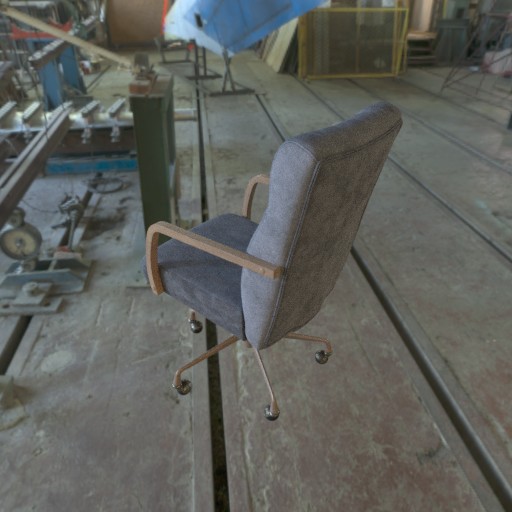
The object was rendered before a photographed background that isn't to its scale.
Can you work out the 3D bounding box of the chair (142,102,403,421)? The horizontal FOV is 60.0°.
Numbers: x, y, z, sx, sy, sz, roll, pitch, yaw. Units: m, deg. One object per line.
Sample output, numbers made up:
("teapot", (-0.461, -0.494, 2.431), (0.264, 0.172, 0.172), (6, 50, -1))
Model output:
("chair", (0.000, 0.000, 1.531), (0.741, 1.029, 0.640), (22, 37, 31))
